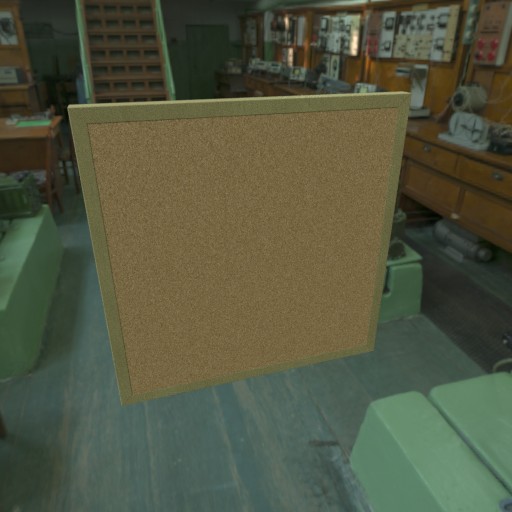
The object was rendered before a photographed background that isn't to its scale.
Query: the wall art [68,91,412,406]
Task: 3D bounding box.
[{"bbox_3d":[0.000,0.000,1.131,0.763,0.763,0.037,-8,28,-16],"label":"wall art"}]
